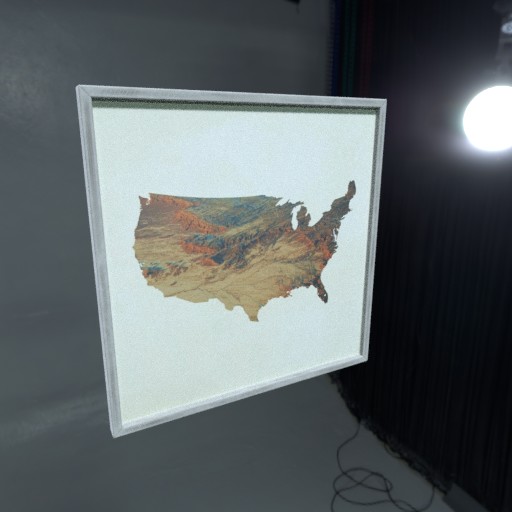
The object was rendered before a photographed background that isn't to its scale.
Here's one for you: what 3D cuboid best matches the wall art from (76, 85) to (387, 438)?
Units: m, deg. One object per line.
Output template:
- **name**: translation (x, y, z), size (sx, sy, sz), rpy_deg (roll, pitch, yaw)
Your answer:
- **wall art**: translation (0.000, 0.000, 0.439), size (0.303, 0.303, 0.015), rpy_deg (-8, 17, -27)
